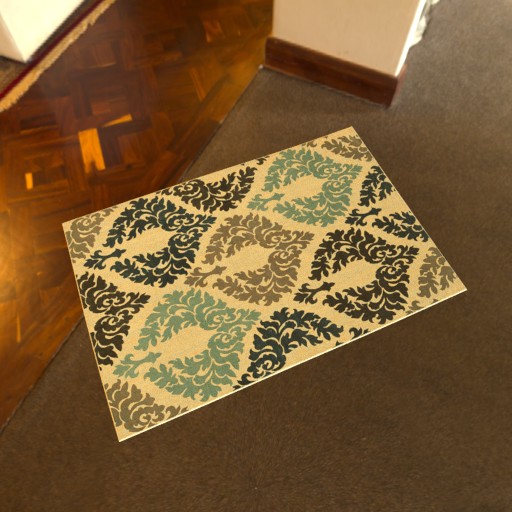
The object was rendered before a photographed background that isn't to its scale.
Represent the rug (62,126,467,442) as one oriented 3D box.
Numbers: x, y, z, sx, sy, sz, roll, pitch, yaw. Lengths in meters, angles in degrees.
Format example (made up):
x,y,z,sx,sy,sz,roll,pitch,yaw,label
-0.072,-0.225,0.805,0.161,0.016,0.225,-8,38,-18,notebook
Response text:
x,y,z,sx,sy,sz,roll,pitch,yaw,label
0.000,0.000,2.931,2.275,0.014,1.514,-21,64,-11,rug
